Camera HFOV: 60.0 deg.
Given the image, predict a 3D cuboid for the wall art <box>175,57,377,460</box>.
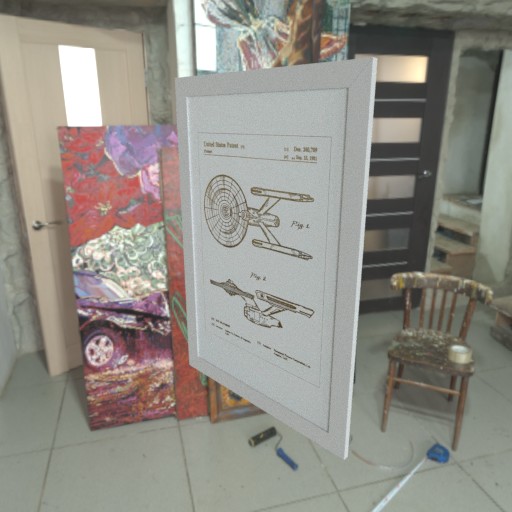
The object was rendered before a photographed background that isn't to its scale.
[{"bbox_3d":[0.000,0.000,0.847,0.454,0.659,0.011,16,24,42],"label":"wall art"}]
